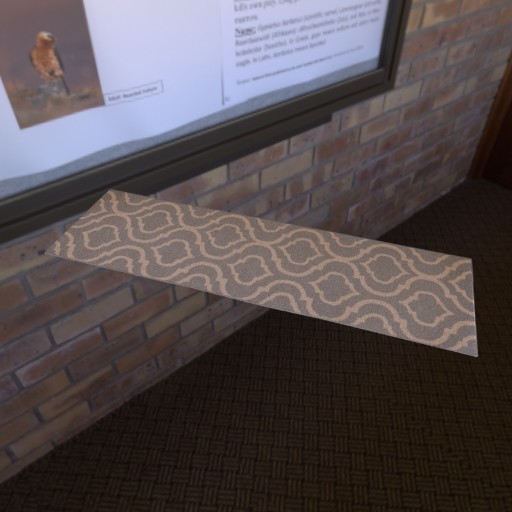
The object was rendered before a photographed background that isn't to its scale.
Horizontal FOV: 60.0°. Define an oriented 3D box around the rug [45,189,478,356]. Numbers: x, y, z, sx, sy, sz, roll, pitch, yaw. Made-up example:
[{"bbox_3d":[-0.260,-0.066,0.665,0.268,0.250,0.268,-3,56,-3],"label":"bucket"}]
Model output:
[{"bbox_3d":[0.000,0.000,2.459,2.275,0.009,0.684,12,43,13],"label":"rug"}]
